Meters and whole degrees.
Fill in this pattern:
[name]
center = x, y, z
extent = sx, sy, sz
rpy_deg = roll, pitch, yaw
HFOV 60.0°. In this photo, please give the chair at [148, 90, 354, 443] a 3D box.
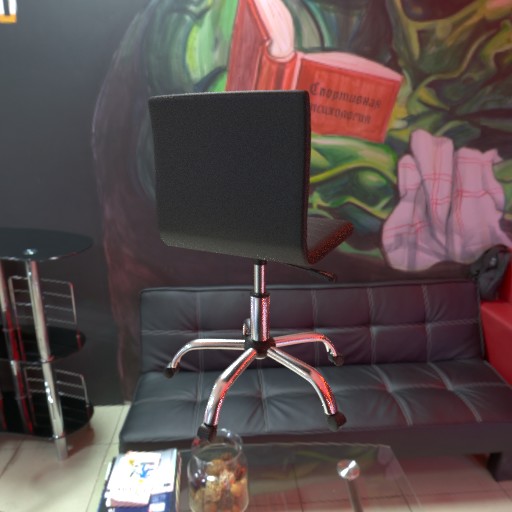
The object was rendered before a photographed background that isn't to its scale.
[chair]
center = 0.000, 0.000, 1.150
extent = 0.556, 0.780, 0.530
rpy_deg = 8, 18, 27
